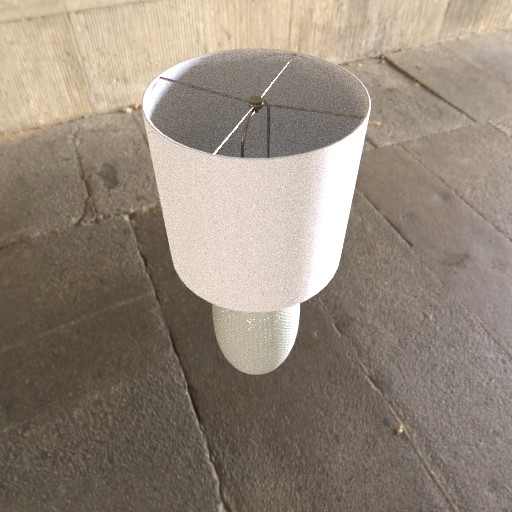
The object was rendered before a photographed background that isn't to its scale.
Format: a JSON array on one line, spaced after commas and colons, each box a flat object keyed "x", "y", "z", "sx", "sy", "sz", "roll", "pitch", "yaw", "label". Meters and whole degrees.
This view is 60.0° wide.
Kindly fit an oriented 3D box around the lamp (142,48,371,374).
[{"x": 0.000, "y": 0.000, "z": 0.589, "sx": 0.217, "sy": 0.453, "sz": 0.217, "roll": 16, "pitch": 49, "yaw": 15, "label": "lamp"}]
